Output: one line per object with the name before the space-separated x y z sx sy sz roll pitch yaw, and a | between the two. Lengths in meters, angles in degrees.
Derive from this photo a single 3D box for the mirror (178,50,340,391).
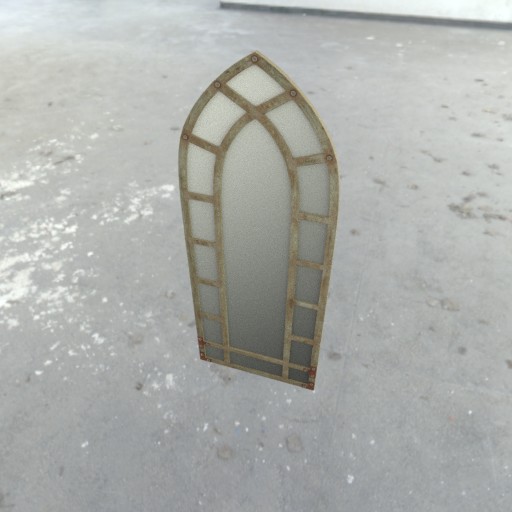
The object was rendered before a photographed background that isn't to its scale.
mirror | 0.000 0.000 1.353 0.464 1.175 0.025 12 41 14
